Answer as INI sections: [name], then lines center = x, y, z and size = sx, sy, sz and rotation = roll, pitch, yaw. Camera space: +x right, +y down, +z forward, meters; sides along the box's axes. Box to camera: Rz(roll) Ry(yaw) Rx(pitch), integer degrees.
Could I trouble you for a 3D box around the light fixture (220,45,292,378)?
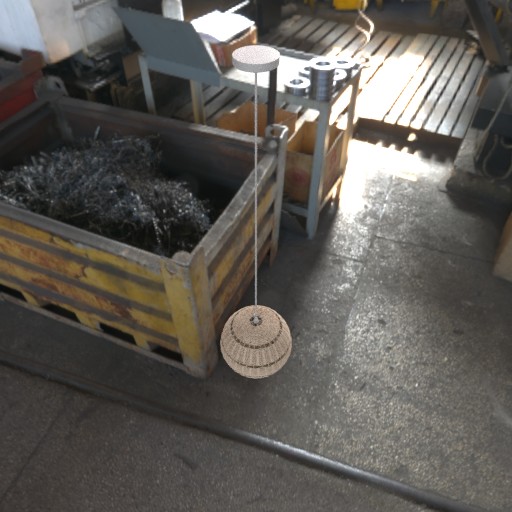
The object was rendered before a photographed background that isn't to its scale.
[light fixture]
center = 0.000, 0.000, 2.272
size = 0.457, 2.019, 0.457
rotation = -11, 47, -10
